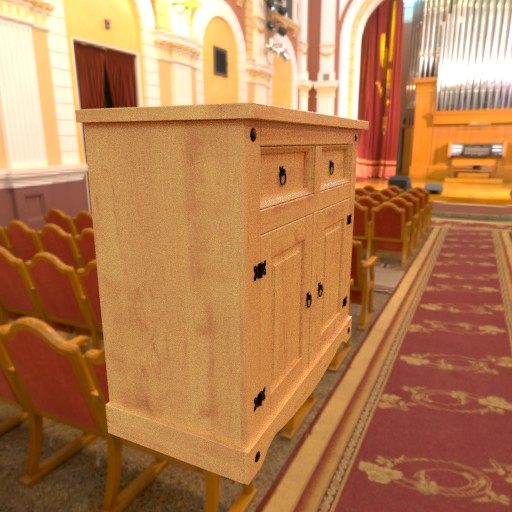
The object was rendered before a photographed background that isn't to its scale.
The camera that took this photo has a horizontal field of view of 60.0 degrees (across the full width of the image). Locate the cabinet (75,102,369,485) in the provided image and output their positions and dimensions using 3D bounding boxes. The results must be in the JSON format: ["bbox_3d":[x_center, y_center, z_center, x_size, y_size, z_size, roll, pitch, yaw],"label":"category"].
[{"bbox_3d":[0.000,0.000,1.402,0.450,0.840,0.920,7,16,26],"label":"cabinet"}]
